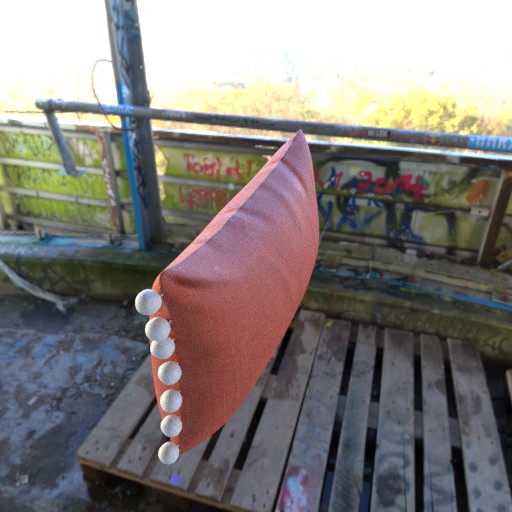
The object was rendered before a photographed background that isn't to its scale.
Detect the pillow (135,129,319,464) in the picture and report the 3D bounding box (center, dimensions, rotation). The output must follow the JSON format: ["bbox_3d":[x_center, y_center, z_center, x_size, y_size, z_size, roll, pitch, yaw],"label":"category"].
[{"bbox_3d":[0.000,0.000,0.829,0.201,0.322,0.709,10,31,16],"label":"pillow"}]
